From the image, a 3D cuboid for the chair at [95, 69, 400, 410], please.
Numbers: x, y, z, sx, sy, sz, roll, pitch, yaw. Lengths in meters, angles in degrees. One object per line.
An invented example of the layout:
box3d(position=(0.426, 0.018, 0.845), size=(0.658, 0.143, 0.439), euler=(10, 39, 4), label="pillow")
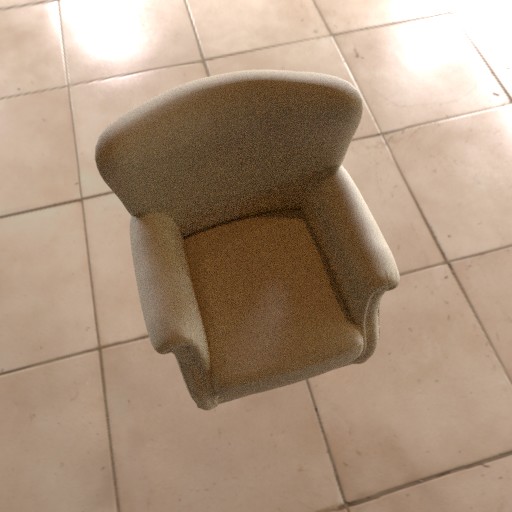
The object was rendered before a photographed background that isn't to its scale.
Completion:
box3d(position=(0.000, 0.000, 1.642), size=(0.861, 0.936, 0.921), euler=(-15, 65, -7), label="chair")
